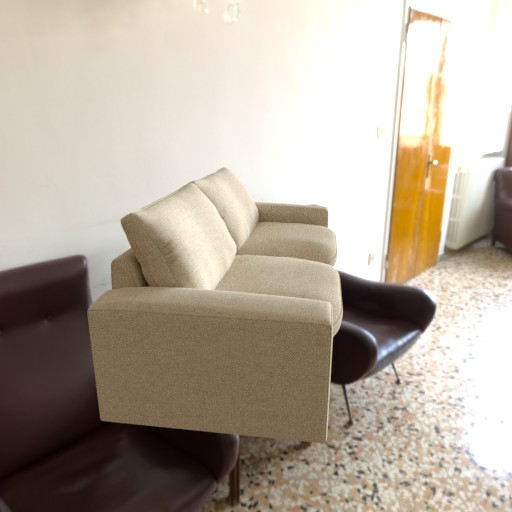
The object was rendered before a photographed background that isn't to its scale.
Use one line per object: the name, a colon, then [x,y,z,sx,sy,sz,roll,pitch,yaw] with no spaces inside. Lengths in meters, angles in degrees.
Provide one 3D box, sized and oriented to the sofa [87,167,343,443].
sofa: [0.000,0.000,2.814,1.040,0.922,2.299,3,18,8]
